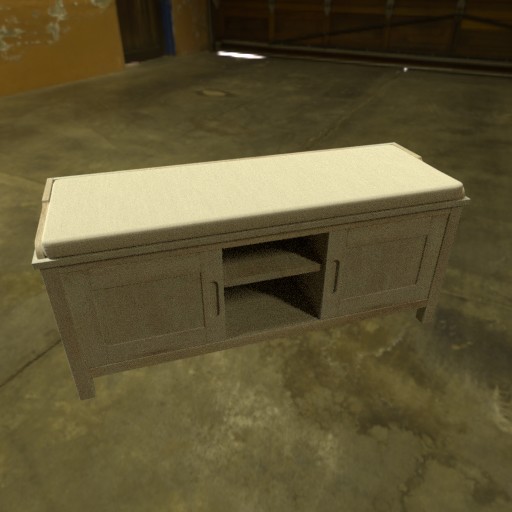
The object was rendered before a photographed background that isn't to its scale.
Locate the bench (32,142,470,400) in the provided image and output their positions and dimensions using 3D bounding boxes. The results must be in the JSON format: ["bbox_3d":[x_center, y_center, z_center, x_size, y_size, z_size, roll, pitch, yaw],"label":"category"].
[{"bbox_3d":[0.000,0.000,1.371,1.140,0.501,0.398,-9,33,-14],"label":"bench"}]
